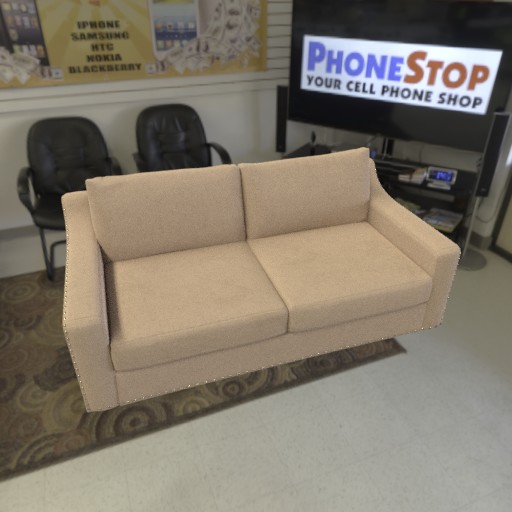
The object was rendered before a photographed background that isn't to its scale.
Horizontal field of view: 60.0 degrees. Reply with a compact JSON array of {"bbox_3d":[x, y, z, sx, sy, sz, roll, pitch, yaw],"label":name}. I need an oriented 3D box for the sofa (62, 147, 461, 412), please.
[{"bbox_3d":[0.000,0.000,2.498,1.967,0.901,1.030,-10,33,-16],"label":"sofa"}]
